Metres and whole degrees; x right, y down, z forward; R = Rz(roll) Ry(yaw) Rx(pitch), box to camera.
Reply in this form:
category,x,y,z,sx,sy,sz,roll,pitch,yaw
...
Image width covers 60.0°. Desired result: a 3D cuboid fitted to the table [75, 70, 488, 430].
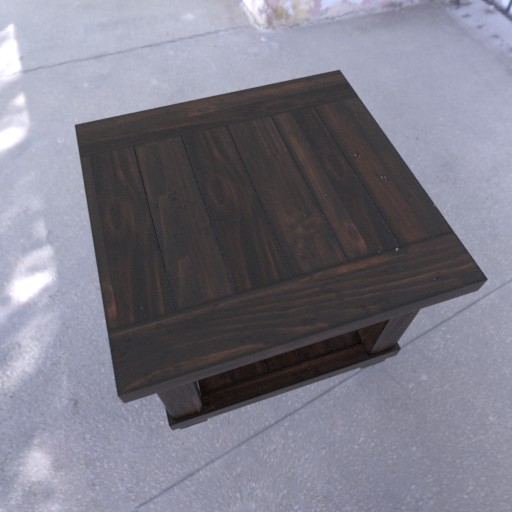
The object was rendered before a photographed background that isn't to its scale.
category,x,y,z,sx,sy,sz,roll,pitch,yaw
table,0.000,0.000,1.009,0.606,0.437,0.593,-15,58,-10
